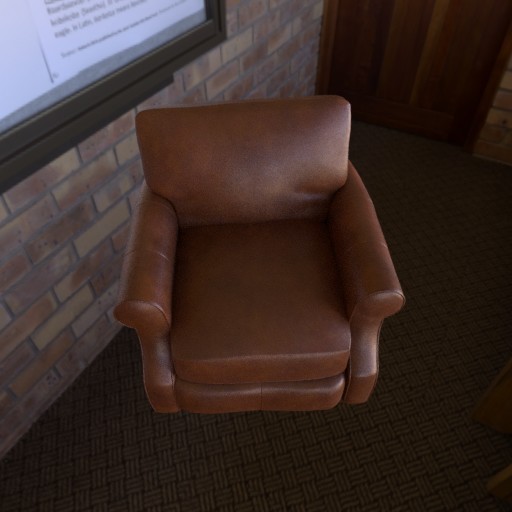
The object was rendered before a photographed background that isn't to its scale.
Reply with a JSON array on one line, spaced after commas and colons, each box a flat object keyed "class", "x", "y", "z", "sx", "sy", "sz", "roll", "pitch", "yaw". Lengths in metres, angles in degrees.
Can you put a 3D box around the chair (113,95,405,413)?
[{"class": "chair", "x": 0.000, "y": 0.000, "z": 1.765, "sx": 0.989, "sy": 0.972, "sz": 0.992, "roll": -2, "pitch": 46, "yaw": -2}]
